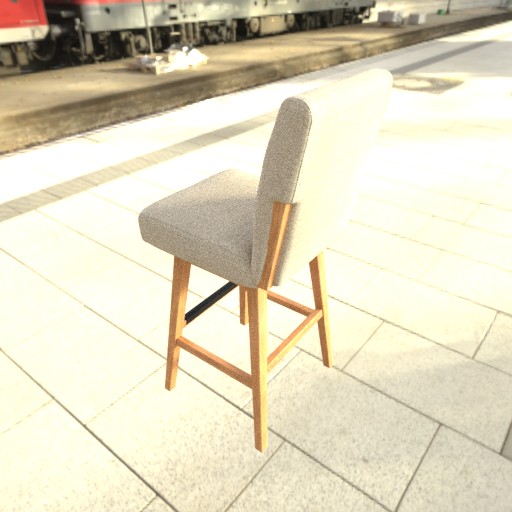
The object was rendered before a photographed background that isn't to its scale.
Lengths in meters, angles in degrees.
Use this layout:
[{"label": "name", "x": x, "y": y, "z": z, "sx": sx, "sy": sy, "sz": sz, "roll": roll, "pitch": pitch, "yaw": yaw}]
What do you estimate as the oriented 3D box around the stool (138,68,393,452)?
[{"label": "stool", "x": 0.000, "y": 0.000, "z": 1.397, "sx": 0.569, "sy": 1.106, "sz": 0.483, "roll": 22, "pitch": 38, "yaw": 30}]
